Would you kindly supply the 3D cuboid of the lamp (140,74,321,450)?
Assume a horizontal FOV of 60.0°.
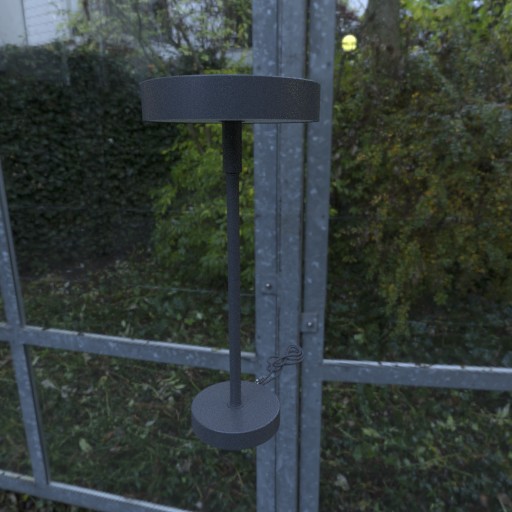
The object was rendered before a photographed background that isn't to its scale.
[{"bbox_3d":[0.000,0.000,0.698,0.229,0.508,0.369,8,17,26],"label":"lamp"}]
